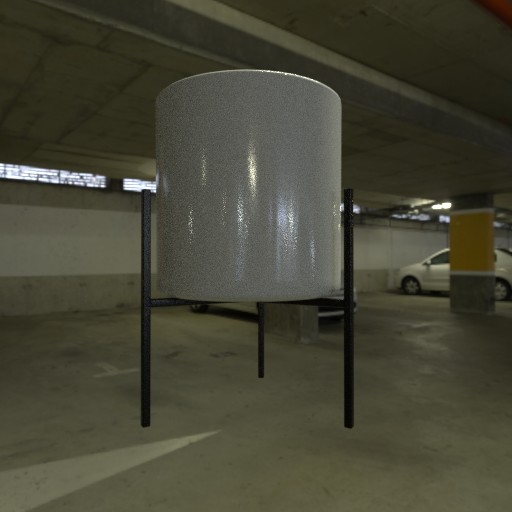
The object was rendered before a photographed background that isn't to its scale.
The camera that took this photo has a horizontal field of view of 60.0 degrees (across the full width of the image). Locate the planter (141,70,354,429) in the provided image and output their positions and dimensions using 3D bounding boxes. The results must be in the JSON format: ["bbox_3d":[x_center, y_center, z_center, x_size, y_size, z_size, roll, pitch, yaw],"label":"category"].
[{"bbox_3d":[0.000,0.000,0.523,0.239,0.356,0.239,0,-1,34],"label":"planter"}]
